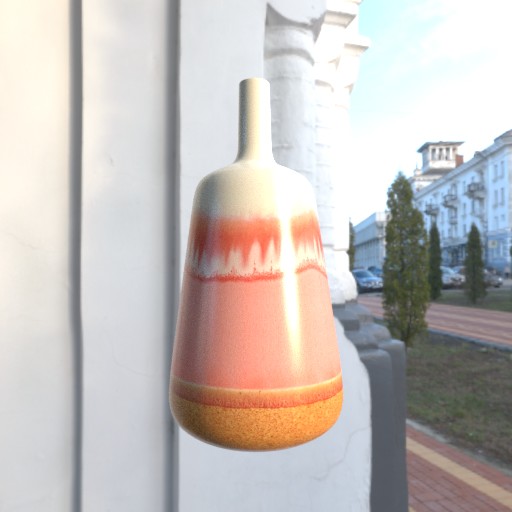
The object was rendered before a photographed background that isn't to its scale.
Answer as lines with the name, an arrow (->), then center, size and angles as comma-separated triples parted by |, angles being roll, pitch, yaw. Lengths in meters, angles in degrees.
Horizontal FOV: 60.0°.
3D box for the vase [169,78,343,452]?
vase -> 0.000, 0.000, 0.378 | 0.144, 0.296, 0.144 | 0, -2, 0
